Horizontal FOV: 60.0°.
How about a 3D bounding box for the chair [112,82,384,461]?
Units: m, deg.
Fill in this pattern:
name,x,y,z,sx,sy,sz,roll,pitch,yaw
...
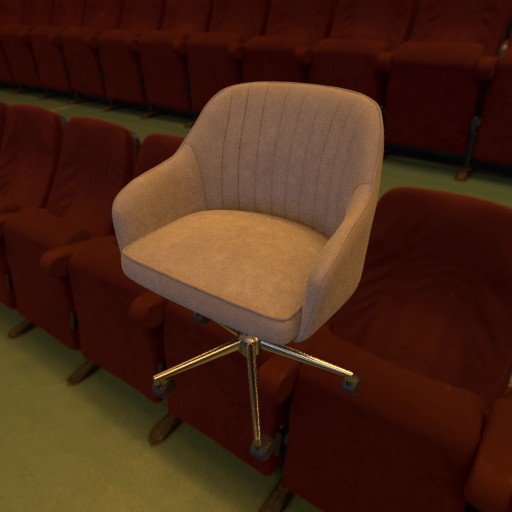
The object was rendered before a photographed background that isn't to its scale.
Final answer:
name,x,y,z,sx,sy,sz,roll,pitch,yaw
chair,0.000,0.000,1.233,0.635,0.831,0.573,19,35,30
